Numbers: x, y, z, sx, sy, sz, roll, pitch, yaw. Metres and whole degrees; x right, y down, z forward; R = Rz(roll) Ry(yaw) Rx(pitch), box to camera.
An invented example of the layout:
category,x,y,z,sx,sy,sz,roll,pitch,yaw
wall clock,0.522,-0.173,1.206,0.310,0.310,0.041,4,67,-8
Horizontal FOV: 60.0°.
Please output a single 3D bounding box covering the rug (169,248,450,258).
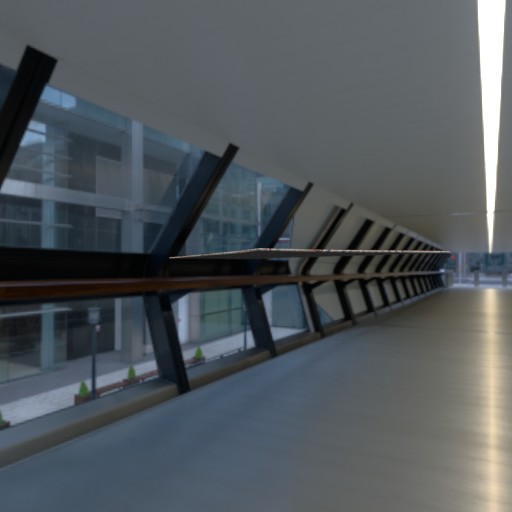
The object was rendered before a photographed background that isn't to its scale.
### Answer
category,x,y,z,sx,sy,sz,roll,pitch,yaw
rug,0.000,0.000,2.708,0.771,0.009,2.443,0,-1,-18
